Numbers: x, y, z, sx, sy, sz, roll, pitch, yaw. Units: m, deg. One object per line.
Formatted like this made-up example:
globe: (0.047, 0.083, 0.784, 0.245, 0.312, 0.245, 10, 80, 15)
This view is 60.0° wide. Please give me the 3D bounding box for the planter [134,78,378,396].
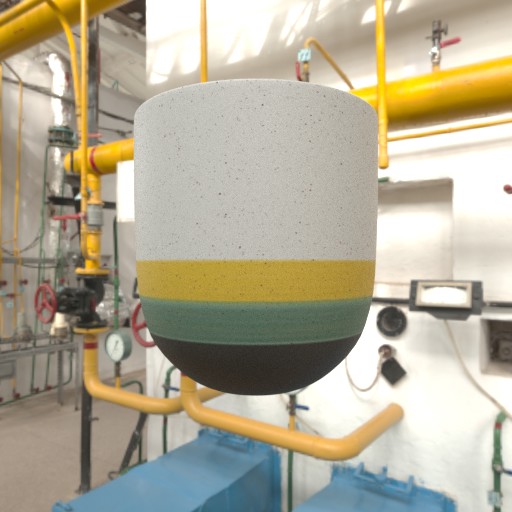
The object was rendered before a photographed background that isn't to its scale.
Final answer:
planter: (0.000, 0.000, 0.365, 0.195, 0.214, 0.195, 0, -1, 0)
